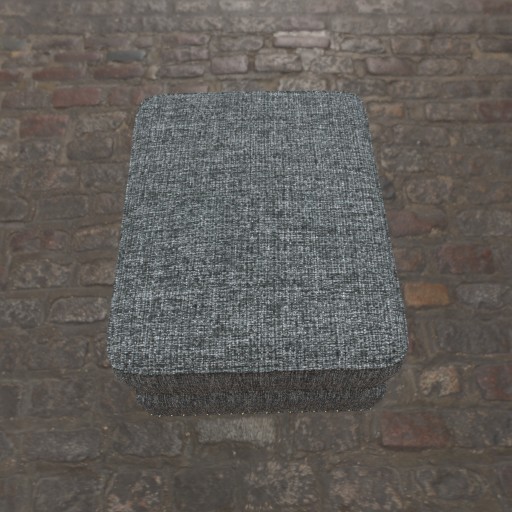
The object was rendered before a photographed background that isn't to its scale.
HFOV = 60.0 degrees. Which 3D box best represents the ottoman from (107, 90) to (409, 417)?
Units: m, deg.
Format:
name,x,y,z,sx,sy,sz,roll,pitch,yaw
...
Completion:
name,x,y,z,sx,sy,sz,roll,pitch,yaw
ottoman,0.000,0.000,1.145,0.589,0.537,0.738,-1,63,-1
